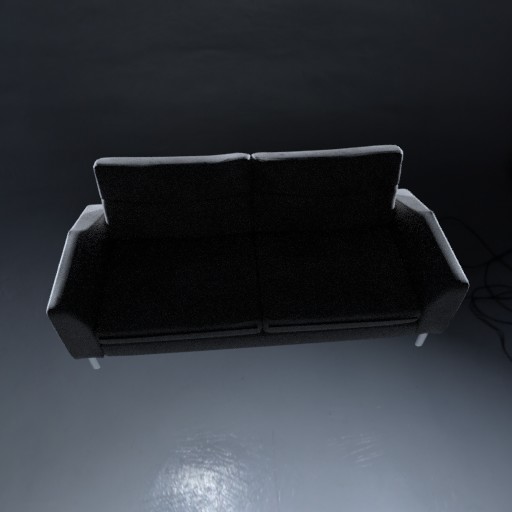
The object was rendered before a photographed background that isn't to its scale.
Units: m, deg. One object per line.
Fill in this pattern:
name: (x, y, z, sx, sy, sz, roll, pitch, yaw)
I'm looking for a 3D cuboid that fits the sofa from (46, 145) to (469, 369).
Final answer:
sofa: (0.000, 0.000, 2.290, 1.837, 0.859, 0.849, -3, 47, -3)
